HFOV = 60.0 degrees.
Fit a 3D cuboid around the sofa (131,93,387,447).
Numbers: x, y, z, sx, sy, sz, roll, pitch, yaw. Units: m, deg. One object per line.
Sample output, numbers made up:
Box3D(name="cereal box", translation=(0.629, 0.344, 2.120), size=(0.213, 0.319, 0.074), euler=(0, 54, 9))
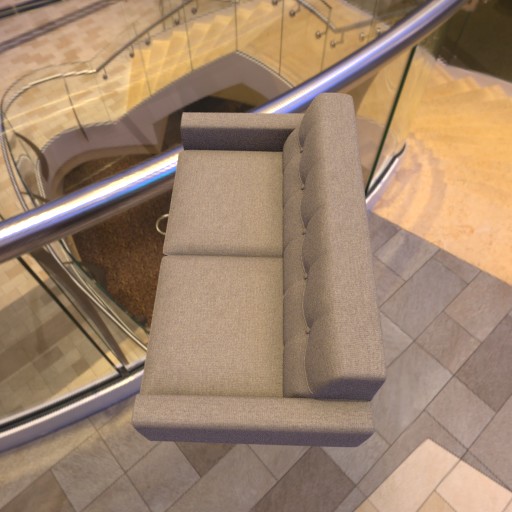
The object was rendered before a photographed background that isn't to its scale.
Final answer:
Box3D(name="sofa", translation=(0.000, 0.000, 2.120), size=(0.909, 0.841, 1.631), euler=(1, 59, 1))
